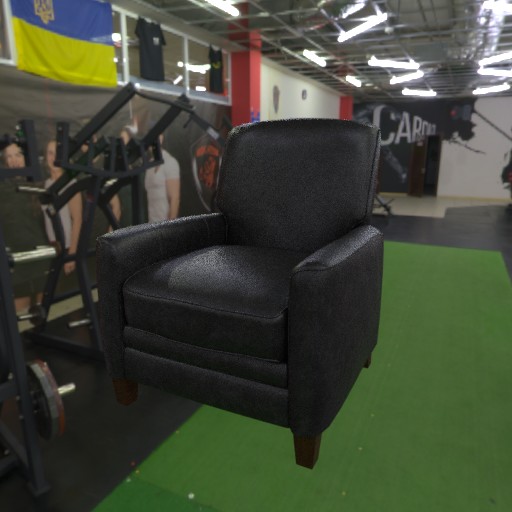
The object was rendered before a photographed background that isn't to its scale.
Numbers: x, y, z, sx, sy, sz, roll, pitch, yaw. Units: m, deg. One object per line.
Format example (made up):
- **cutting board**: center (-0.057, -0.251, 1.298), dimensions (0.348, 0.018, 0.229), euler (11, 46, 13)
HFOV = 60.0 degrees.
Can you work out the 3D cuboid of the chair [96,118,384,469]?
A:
- **chair**: center (0.000, 0.000, 1.631), dimensions (0.848, 1.014, 0.864), euler (7, 16, 26)
